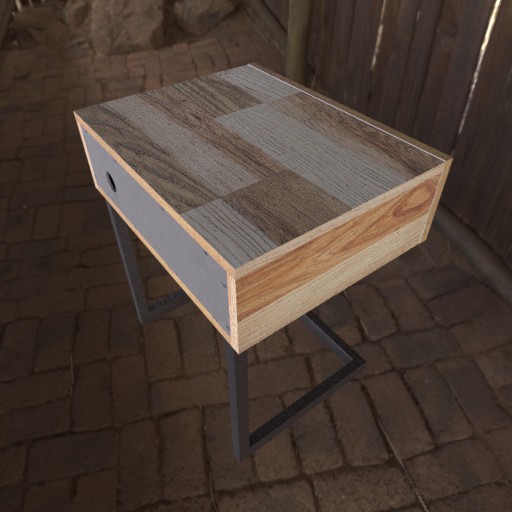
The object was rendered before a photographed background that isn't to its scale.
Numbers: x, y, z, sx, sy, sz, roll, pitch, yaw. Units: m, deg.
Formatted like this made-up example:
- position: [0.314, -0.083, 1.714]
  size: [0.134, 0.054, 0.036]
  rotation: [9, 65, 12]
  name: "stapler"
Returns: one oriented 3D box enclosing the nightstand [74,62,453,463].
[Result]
- position: [0.000, 0.000, 1.026]
  size: [0.481, 0.632, 0.558]
  rotation: [-27, 49, -26]
  name: "nightstand"
